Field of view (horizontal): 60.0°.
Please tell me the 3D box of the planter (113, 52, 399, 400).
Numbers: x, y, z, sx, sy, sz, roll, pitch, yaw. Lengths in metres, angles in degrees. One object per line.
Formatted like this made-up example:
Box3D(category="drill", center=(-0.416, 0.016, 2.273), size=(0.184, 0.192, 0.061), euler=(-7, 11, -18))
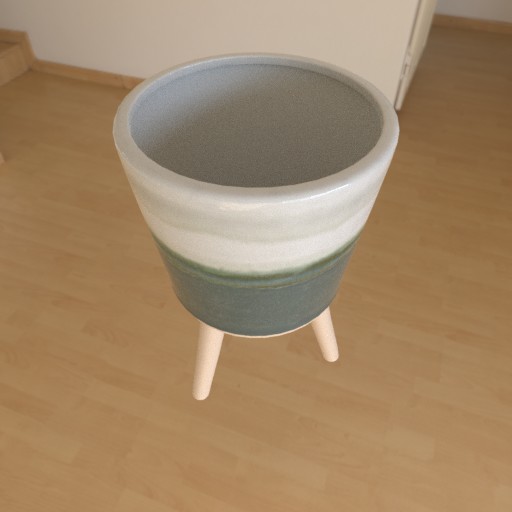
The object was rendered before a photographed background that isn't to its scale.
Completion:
Box3D(category="planter", center=(0.000, 0.000, 0.461), size=(0.217, 0.331, 0.217), euler=(-3, 47, -3))
